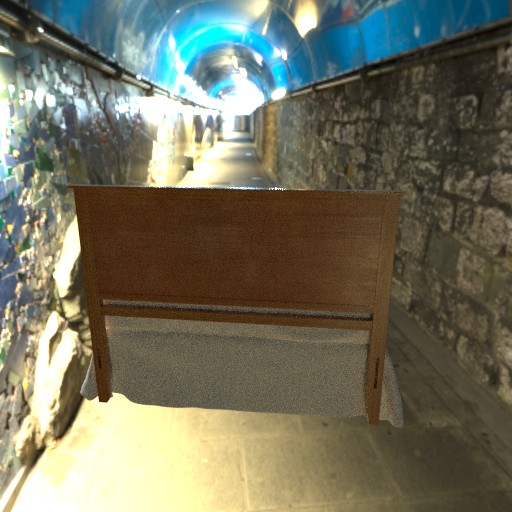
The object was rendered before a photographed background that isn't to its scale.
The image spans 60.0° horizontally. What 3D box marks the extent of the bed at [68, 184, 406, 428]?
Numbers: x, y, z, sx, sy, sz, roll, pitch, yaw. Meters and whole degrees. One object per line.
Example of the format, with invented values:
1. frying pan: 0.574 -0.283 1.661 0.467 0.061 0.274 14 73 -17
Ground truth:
1. bed: 0.000 0.000 3.258 1.870 1.273 2.035 2 17 7
